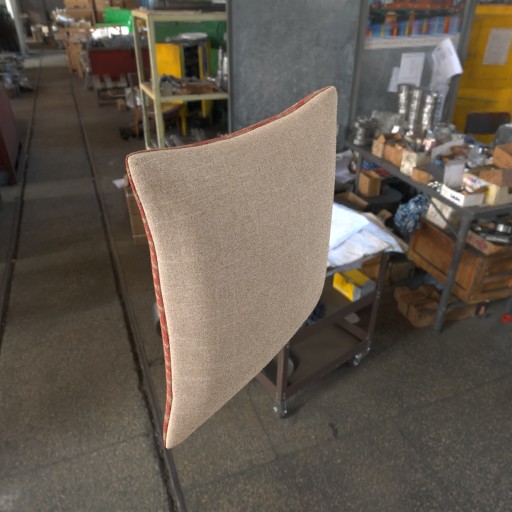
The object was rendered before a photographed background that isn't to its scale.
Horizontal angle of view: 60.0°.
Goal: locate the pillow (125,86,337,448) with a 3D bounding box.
[{"bbox_3d":[0.000,0.000,0.787,0.182,0.503,0.511,20,36,29],"label":"pillow"}]
